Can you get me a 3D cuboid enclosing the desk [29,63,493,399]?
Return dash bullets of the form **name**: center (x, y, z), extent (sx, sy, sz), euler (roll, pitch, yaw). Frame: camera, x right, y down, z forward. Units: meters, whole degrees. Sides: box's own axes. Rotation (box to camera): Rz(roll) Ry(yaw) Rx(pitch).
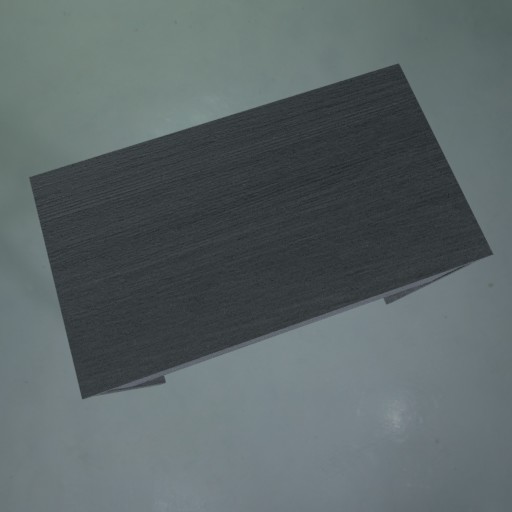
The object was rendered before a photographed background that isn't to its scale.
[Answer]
- **desk**: center (0.000, 0.000, 1.311), extent (0.893, 0.724, 0.498), euler (-19, 77, -5)
